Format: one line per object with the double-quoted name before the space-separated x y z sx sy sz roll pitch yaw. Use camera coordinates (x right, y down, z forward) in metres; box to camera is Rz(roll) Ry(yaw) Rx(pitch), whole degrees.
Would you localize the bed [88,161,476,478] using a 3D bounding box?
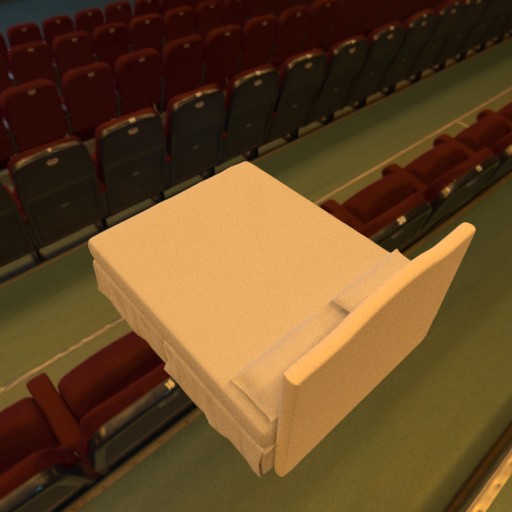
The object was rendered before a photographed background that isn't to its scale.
"bed" 0.000 0.000 3.609 1.977 1.437 2.477 -33 54 -28
